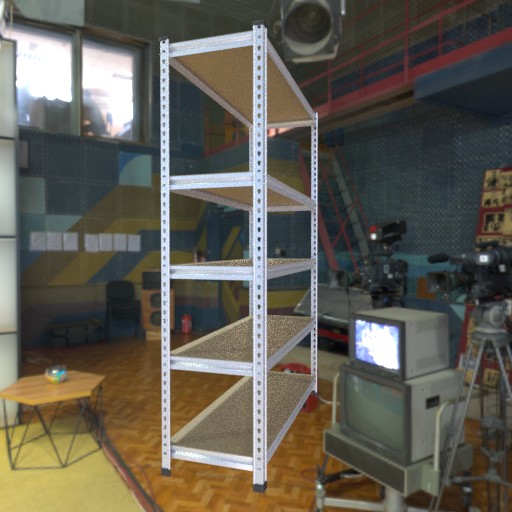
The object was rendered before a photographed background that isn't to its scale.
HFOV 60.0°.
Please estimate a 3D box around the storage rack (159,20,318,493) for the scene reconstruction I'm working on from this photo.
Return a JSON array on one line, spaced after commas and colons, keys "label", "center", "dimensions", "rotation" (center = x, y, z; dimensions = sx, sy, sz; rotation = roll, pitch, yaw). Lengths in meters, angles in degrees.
[{"label": "storage rack", "center": [0.000, 0.000, 2.360], "dimensions": [0.457, 1.829, 1.219], "rotation": [0, 1, 18]}]
